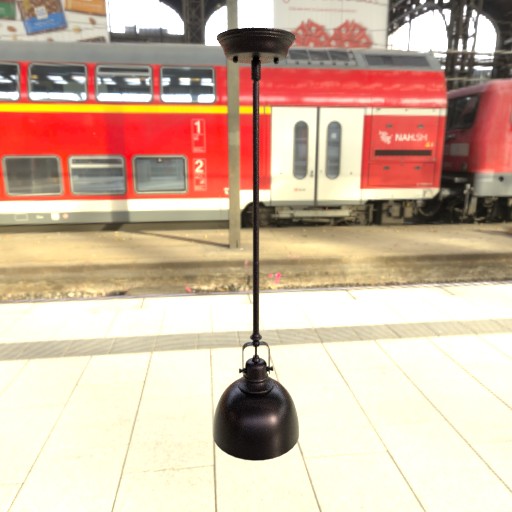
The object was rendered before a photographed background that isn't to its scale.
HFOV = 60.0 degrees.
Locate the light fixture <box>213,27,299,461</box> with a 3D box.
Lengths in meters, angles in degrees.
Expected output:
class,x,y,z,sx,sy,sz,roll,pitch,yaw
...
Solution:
class,x,y,z,sx,sy,sz,roll,pitch,yaw
light fixture,0.000,0.000,0.848,0.182,0.768,0.182,-2,14,-8
